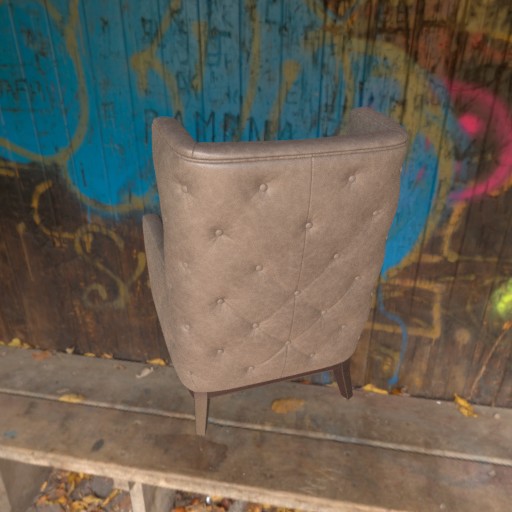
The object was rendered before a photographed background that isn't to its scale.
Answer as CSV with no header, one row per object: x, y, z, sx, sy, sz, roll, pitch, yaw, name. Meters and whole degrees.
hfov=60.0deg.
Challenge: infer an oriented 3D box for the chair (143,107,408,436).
0.000,0.000,1.665,0.769,1.079,0.899,-8,27,-16,chair
